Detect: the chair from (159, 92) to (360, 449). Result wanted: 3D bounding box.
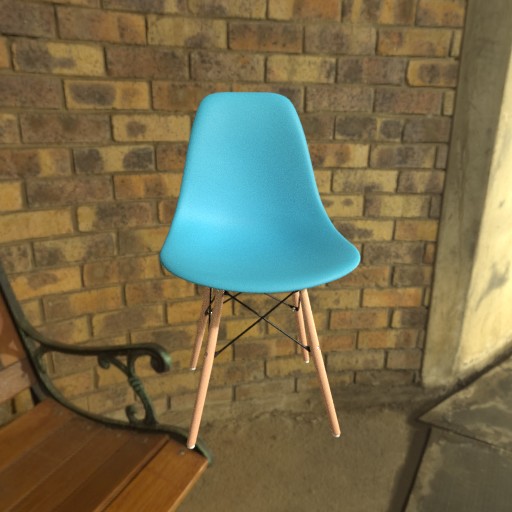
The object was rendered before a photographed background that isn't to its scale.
[{"bbox_3d":[0.000,0.000,1.140,0.470,0.826,0.531,-2,17,-6],"label":"chair"}]
